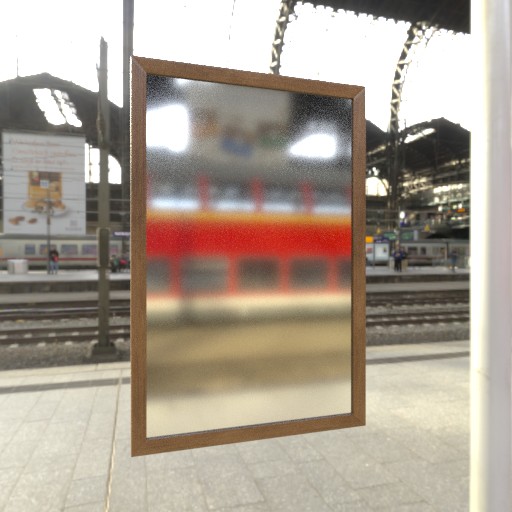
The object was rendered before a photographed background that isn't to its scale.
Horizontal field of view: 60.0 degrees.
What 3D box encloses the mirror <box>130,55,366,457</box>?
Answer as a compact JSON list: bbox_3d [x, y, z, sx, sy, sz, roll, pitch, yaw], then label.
[{"bbox_3d":[0.000,0.000,1.119,0.609,0.915,0.040,0,0,-18],"label":"mirror"}]
